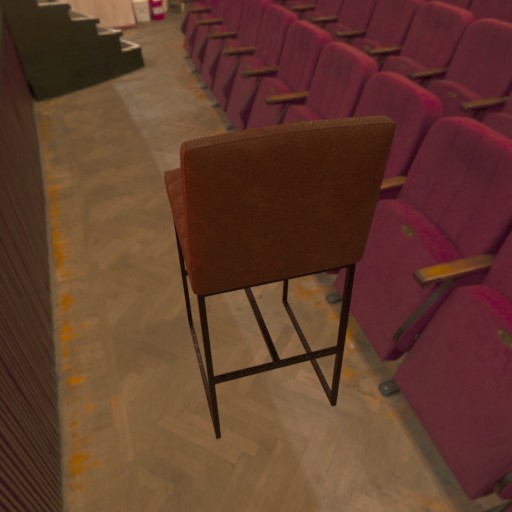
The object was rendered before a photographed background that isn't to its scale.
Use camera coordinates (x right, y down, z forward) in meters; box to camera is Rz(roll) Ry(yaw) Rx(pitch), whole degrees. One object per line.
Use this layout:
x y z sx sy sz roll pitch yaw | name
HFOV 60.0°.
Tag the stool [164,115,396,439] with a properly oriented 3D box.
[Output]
0.000 0.000 1.382 0.463 1.065 0.562 -11 41 -13 | stool
